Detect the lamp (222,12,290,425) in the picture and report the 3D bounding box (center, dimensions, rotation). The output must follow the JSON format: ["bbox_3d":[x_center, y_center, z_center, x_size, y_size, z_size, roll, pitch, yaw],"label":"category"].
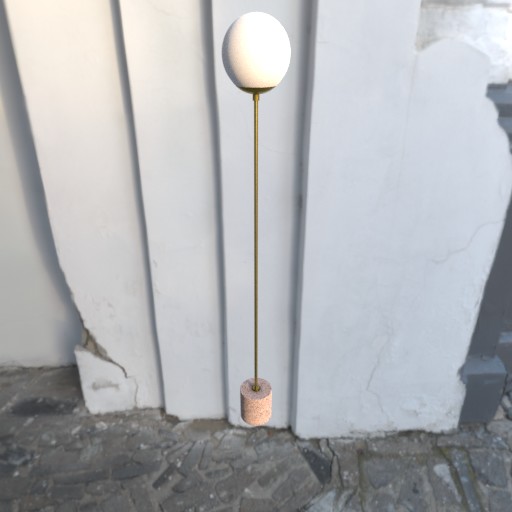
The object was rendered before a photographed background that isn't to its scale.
[{"bbox_3d":[0.000,0.000,1.812,0.229,1.748,0.229,7,27,14],"label":"lamp"}]
